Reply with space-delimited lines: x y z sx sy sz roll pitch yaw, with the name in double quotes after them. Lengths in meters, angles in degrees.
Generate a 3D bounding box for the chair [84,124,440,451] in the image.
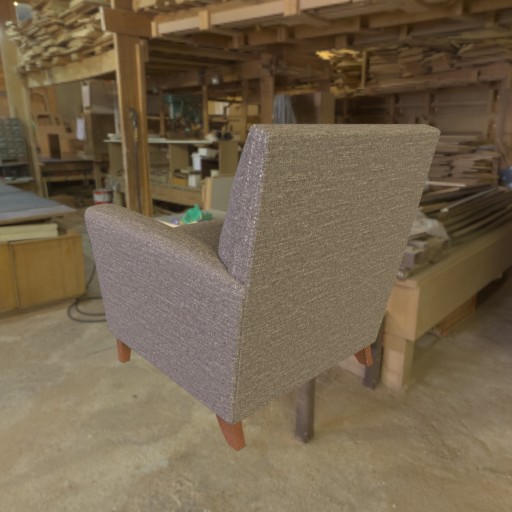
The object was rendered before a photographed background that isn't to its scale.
0.000 0.000 1.554 0.838 0.885 0.875 -15 22 -41 "chair"
